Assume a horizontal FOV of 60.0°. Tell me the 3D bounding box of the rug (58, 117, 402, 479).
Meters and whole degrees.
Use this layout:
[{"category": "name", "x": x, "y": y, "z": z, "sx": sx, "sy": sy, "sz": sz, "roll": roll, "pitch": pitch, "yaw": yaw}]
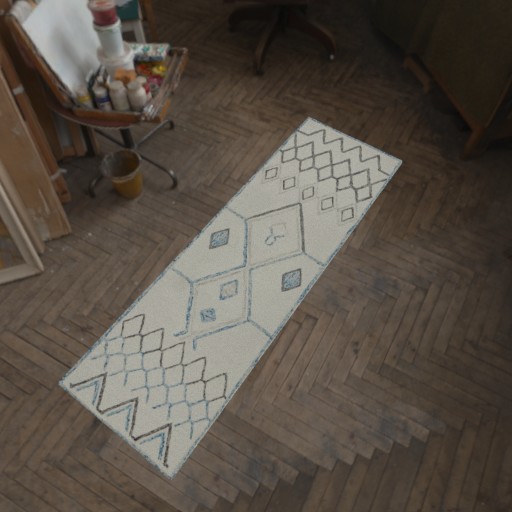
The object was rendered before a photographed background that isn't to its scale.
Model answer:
[{"category": "rug", "x": 0.000, "y": 0.000, "z": 2.678, "sx": 0.770, "sy": 0.013, "sz": 2.434, "roll": 31, "pitch": 64, "yaw": 18}]
